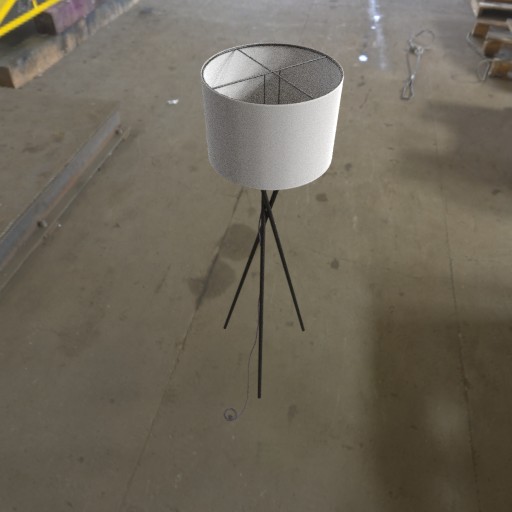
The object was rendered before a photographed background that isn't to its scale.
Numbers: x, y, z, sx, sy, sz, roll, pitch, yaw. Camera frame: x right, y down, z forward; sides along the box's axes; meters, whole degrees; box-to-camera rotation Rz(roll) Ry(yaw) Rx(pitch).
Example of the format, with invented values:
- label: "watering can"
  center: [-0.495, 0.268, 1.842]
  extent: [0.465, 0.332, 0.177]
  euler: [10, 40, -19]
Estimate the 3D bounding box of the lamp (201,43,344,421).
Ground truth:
- label: "lamp"
  center: [0.000, 0.000, 1.927]
  extent: [0.667, 1.624, 0.522]
  euler: [-25, 51, -22]
